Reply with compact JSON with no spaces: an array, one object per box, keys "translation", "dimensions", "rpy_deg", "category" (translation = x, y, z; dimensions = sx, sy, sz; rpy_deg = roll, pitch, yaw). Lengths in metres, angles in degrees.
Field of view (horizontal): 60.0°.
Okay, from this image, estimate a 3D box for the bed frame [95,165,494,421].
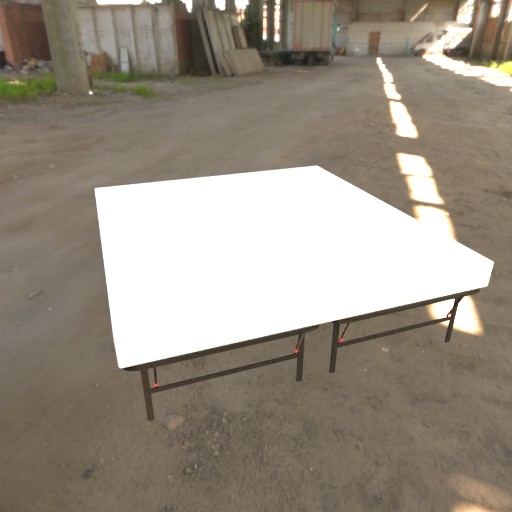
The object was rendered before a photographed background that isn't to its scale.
[{"translation":[0.000,0.000,3.013],"dimensions":[1.930,0.559,2.032],"rpy_deg":[-9,28,-18],"category":"bed frame"}]
